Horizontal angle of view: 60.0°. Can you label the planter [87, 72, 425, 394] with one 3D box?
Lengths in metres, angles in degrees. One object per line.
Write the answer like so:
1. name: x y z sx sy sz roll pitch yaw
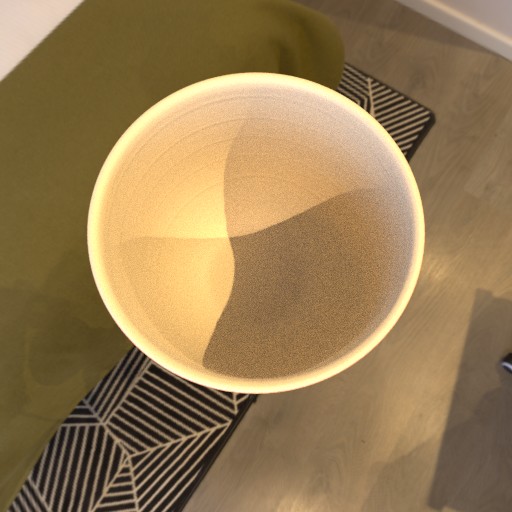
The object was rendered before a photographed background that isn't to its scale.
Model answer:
1. planter: 0.000 0.000 0.363 0.208 0.190 0.208 0 75 0
